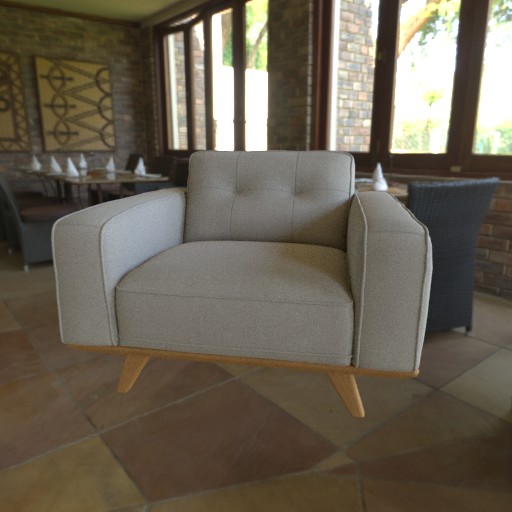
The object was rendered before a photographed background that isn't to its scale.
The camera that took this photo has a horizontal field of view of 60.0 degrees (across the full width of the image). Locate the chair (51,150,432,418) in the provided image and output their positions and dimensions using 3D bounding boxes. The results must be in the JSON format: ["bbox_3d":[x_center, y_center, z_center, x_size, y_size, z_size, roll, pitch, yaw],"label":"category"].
[{"bbox_3d":[0.000,0.000,1.693,1.115,0.779,0.953,3,14,10],"label":"chair"}]
